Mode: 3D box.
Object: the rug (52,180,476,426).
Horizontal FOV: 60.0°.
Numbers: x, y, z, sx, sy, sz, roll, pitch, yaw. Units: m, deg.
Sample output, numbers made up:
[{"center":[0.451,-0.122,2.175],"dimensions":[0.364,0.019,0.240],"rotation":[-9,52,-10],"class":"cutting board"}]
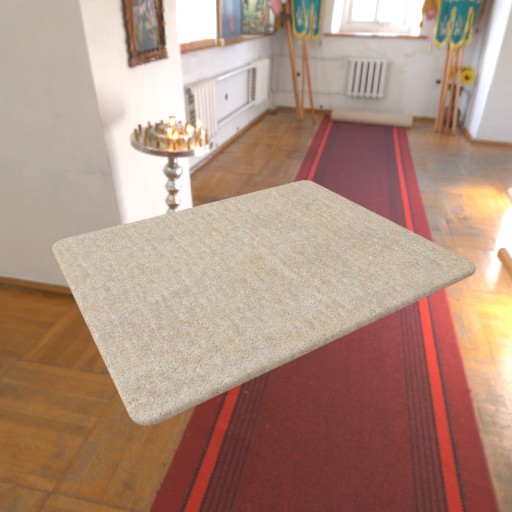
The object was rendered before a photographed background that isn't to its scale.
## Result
[{"center":[0.000,0.000,3.297],"dimensions":[2.528,0.048,2.009],"rotation":[-18,35,-27],"class":"rug"}]
